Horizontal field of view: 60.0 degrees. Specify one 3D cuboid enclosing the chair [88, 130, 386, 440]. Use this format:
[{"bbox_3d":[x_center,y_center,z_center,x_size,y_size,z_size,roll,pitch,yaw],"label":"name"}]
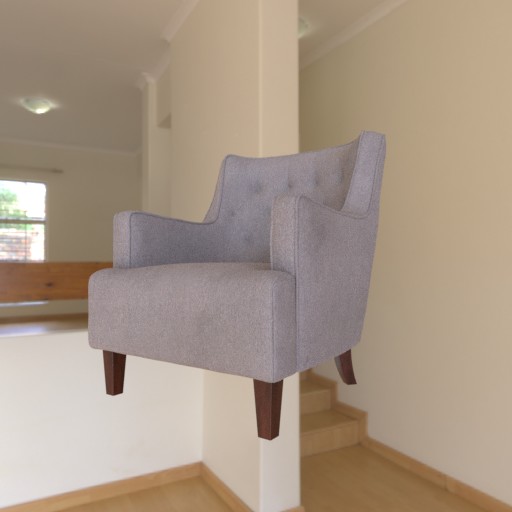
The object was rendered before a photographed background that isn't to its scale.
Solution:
[{"bbox_3d":[0.000,0.000,1.603,0.781,0.919,0.910,0,-1,36],"label":"chair"}]
